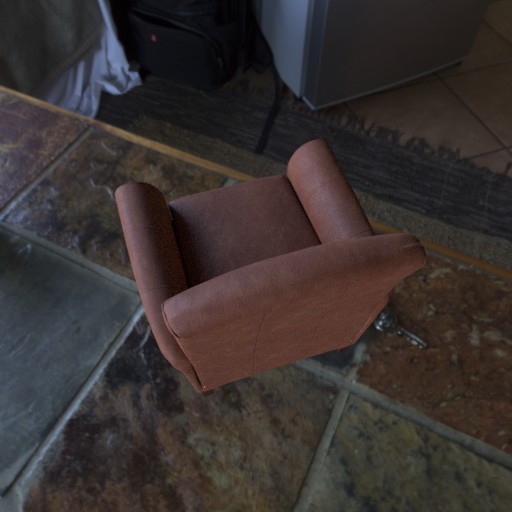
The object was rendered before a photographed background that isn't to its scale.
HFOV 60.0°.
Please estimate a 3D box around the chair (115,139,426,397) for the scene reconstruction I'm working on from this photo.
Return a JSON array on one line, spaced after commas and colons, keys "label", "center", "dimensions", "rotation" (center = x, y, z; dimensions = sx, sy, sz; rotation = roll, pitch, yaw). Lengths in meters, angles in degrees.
[{"label": "chair", "center": [0.000, 0.000, 1.792], "dimensions": [0.978, 1.061, 0.902], "rotation": [-15, 59, -9]}]
